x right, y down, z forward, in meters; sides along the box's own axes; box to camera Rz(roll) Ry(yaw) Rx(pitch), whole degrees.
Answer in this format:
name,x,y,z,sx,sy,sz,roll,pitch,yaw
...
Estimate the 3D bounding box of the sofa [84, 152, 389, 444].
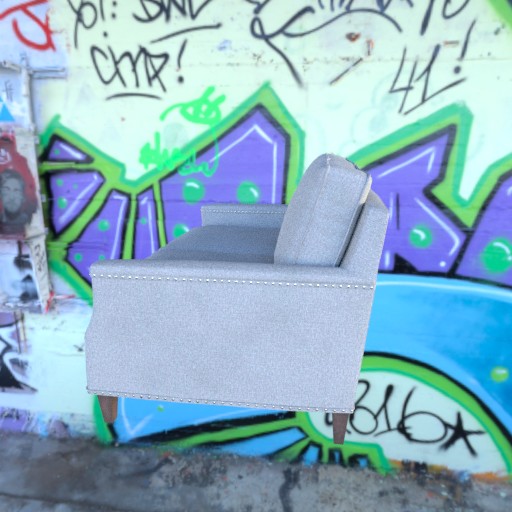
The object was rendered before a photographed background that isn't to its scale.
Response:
name,x,y,z,sx,sy,sz,roll,pitch,yaw
sofa,0.000,0.000,2.254,1.084,1.003,1.597,2,15,8
